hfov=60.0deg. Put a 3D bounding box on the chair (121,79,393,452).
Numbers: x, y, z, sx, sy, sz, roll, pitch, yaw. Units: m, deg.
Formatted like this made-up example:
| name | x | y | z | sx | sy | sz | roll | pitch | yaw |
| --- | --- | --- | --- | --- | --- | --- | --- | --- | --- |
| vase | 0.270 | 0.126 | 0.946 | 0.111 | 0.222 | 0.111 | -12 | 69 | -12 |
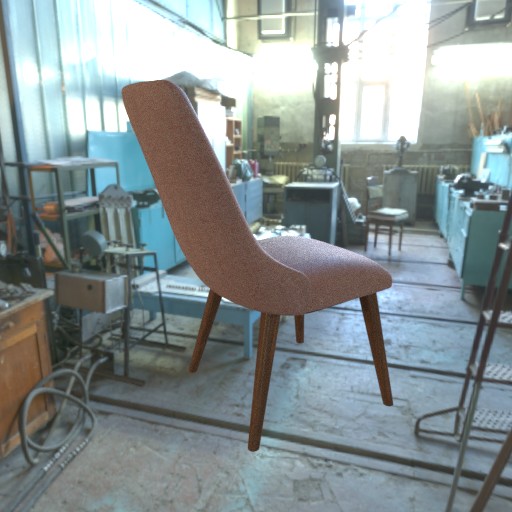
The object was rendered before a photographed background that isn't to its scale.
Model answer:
| name | x | y | z | sx | sy | sz | roll | pitch | yaw |
| --- | --- | --- | --- | --- | --- | --- | --- | --- | --- |
| chair | 0.000 | 0.000 | 1.318 | 0.707 | 0.918 | 0.535 | -7 | 16 | -26 |
